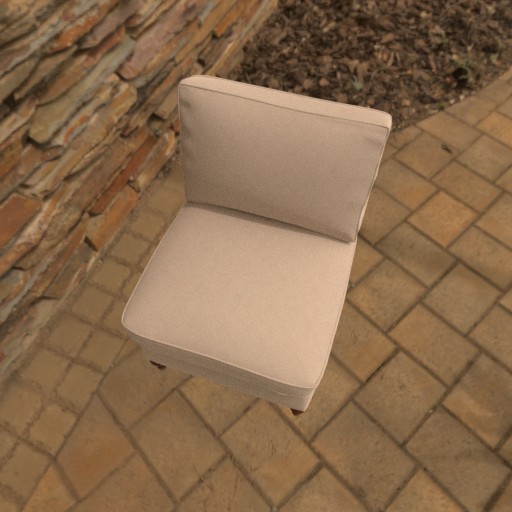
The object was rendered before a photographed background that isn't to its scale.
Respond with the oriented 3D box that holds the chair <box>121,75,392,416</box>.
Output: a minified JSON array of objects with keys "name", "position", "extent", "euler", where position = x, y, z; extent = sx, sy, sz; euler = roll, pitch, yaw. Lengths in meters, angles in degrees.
[{"name":"chair","position":[0.000,0.000,1.699],"extent":[0.724,1.052,0.912],"euler":[16,58,10]}]
